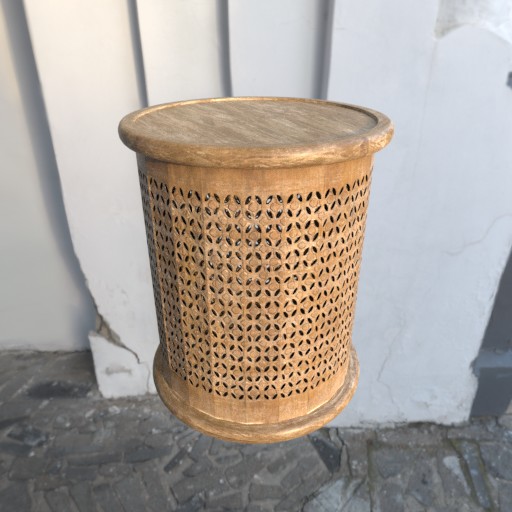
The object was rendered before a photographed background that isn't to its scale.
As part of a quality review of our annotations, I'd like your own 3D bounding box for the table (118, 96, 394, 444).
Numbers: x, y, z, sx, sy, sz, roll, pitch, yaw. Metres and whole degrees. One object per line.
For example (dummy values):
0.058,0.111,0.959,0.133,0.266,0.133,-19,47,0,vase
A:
0.000,0.000,0.784,0.407,0.482,0.407,0,28,0,table
